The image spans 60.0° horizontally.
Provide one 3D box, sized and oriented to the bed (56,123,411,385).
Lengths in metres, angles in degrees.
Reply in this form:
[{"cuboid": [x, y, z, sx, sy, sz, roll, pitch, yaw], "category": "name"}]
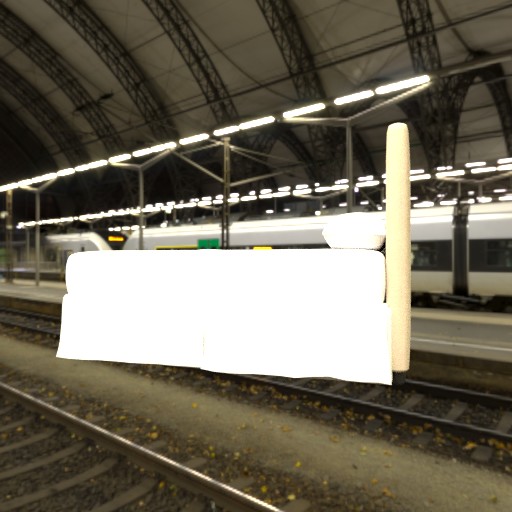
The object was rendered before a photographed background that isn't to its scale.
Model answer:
[{"cuboid": [0.000, 0.000, 3.258, 2.142, 1.330, 1.723, 0, 0, 19], "category": "bed"}]
